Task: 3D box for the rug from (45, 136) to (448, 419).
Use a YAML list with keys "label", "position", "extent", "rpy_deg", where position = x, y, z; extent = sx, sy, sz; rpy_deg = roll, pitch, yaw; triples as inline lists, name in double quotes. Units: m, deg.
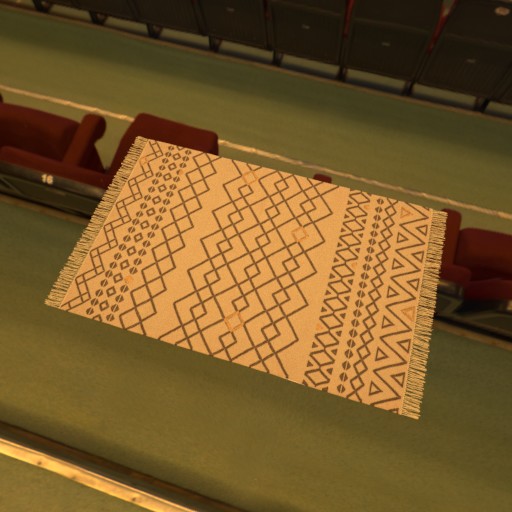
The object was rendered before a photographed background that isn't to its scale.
- label: "rug"
  position: [0.000, 0.000, 2.506]
  extent: [2.023, 0.028, 1.224]
  rpy_deg: [15, 64, 8]
